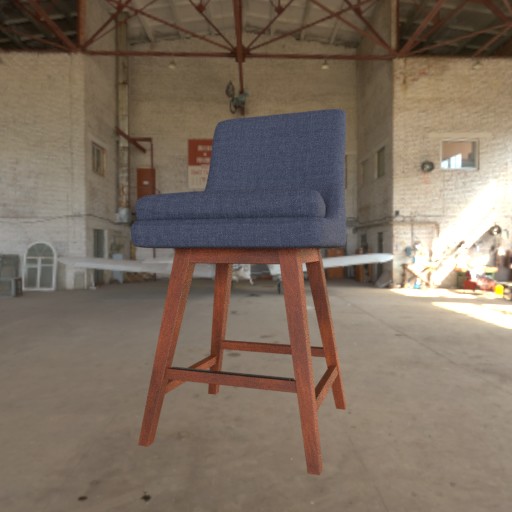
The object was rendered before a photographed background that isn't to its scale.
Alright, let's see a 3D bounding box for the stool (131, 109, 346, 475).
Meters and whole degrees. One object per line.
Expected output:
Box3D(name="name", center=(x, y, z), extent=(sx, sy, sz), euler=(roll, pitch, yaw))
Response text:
Box3D(name="stool", center=(0.000, 0.000, 1.205), extent=(0.467, 0.895, 0.524), euler=(0, 1, 19))
